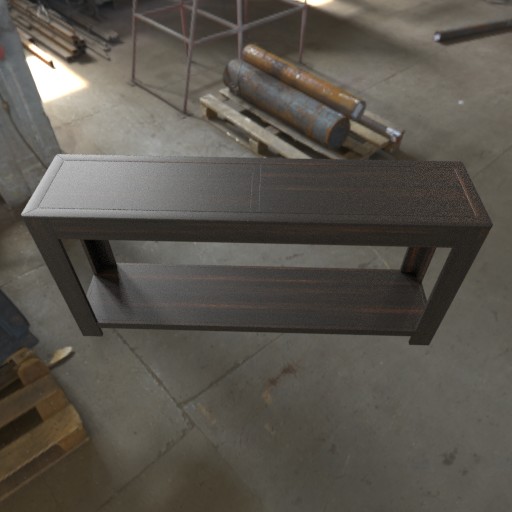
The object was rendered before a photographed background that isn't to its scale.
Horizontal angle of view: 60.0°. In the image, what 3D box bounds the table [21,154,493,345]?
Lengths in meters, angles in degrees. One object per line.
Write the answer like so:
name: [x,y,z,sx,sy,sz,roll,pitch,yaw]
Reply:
table: [0.000,0.000,1.932,1.631,0.762,0.384,1,47,1]
